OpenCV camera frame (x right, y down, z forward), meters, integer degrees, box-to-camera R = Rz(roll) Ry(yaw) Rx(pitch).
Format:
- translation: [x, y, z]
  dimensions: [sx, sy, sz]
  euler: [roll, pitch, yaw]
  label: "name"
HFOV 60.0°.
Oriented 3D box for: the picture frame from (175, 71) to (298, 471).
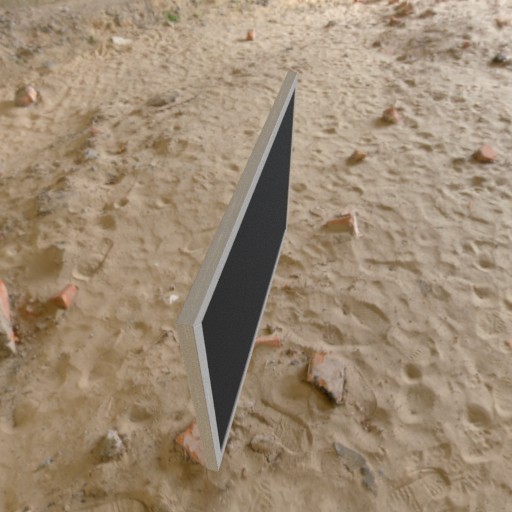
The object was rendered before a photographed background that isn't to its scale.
- translation: [0.000, 0.000, 1.238]
  dimensions: [0.029, 0.640, 0.950]
  euler: [10, 47, 9]
  label: "picture frame"
